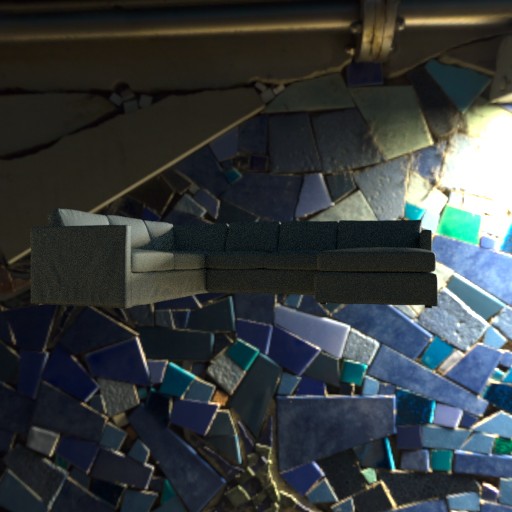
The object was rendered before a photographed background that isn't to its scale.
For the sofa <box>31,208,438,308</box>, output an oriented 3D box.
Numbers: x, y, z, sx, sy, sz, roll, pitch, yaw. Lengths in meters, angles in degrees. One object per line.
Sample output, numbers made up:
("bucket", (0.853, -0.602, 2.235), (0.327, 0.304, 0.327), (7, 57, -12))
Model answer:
("sofa", (0.000, 0.000, 4.548), (3.460, 0.882, 2.427), (0, 0, 18))
